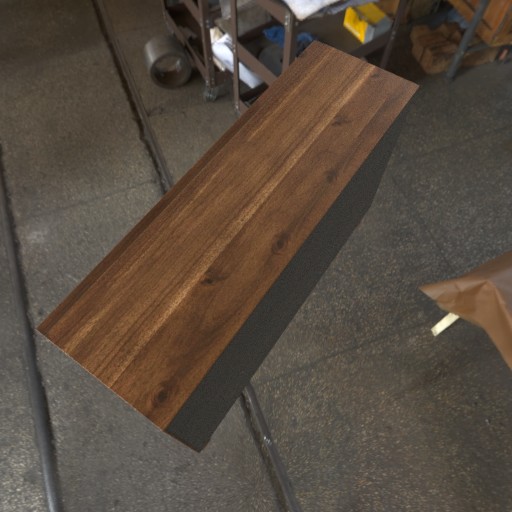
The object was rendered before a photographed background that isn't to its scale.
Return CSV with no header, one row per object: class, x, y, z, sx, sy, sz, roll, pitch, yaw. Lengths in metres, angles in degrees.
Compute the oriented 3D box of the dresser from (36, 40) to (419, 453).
dresser,0.000,0.000,1.748,0.438,0.892,1.387,32,67,15
